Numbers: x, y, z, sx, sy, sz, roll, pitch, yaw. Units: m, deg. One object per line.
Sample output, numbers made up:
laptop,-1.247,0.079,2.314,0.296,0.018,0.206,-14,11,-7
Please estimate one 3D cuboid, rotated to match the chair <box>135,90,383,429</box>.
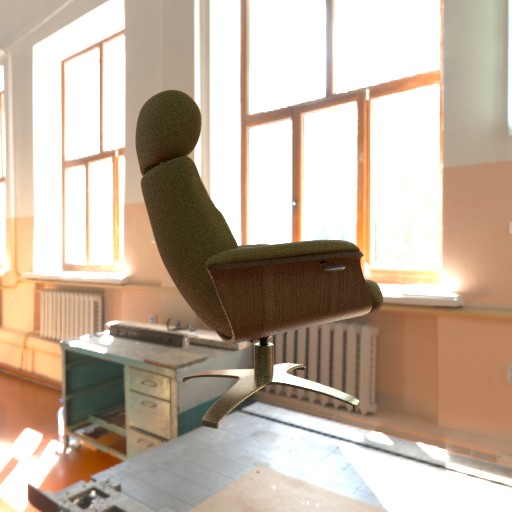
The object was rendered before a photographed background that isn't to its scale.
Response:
chair,0.000,0.000,1.598,0.837,0.995,0.785,0,0,-17
